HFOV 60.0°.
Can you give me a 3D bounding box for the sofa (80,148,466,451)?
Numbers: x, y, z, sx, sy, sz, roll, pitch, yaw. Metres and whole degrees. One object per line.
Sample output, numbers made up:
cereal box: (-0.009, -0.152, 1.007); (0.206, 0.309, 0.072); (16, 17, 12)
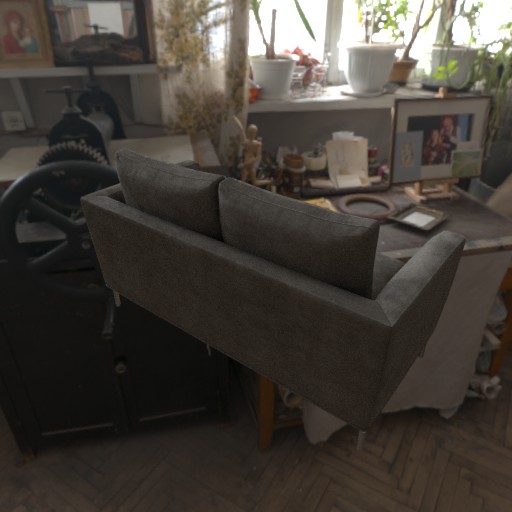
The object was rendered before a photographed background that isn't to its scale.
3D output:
sofa: (0.000, 0.000, 2.364); (1.832, 1.013, 0.855); (21, 36, 32)
